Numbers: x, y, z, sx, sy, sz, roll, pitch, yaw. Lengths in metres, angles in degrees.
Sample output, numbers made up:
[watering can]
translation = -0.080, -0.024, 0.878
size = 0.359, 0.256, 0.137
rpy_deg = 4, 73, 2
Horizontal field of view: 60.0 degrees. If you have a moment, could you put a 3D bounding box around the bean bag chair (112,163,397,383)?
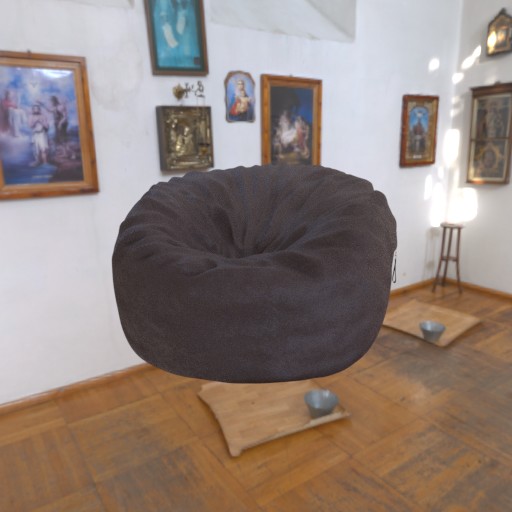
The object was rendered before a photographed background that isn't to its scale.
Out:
[bean bag chair]
translation = 0.000, 0.000, 2.049
size = 1.245, 0.821, 1.245
rpy_deg = 0, 13, 0
